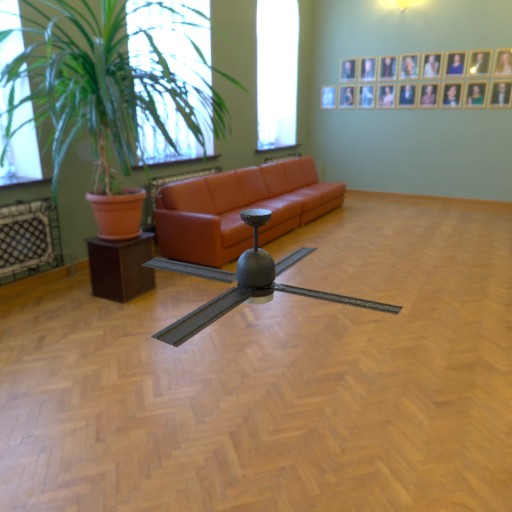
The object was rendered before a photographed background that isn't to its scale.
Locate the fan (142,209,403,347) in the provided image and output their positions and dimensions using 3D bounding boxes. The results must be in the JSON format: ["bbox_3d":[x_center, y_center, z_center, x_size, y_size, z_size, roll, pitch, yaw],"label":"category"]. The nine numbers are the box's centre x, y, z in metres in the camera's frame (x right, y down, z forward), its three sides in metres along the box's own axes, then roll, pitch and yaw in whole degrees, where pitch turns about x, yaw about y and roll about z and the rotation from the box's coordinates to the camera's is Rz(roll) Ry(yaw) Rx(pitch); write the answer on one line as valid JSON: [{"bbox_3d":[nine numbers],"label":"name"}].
[{"bbox_3d":[0.000,0.000,2.036,1.319,0.410,1.319,9,19,26],"label":"fan"}]
